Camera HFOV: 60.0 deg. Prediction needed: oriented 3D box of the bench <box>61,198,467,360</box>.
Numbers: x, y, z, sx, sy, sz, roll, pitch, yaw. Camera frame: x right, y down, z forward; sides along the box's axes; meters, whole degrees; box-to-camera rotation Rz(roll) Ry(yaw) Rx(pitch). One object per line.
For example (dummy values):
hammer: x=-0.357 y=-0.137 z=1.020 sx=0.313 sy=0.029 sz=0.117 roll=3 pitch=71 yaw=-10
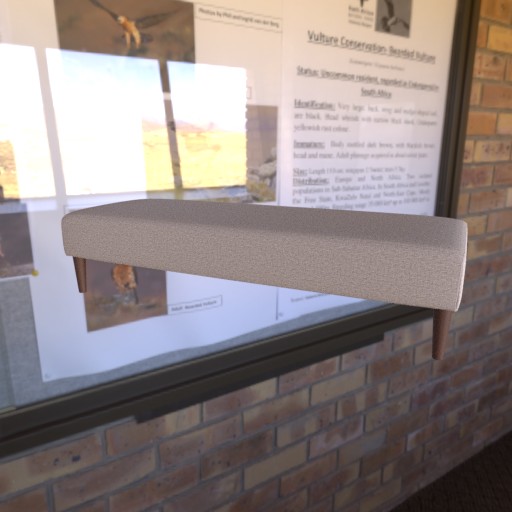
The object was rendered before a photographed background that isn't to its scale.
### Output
bench: x=0.000 y=0.000 z=1.880 sx=1.598 sy=0.383 sz=0.631 roll=7 pitch=16 yaw=24
